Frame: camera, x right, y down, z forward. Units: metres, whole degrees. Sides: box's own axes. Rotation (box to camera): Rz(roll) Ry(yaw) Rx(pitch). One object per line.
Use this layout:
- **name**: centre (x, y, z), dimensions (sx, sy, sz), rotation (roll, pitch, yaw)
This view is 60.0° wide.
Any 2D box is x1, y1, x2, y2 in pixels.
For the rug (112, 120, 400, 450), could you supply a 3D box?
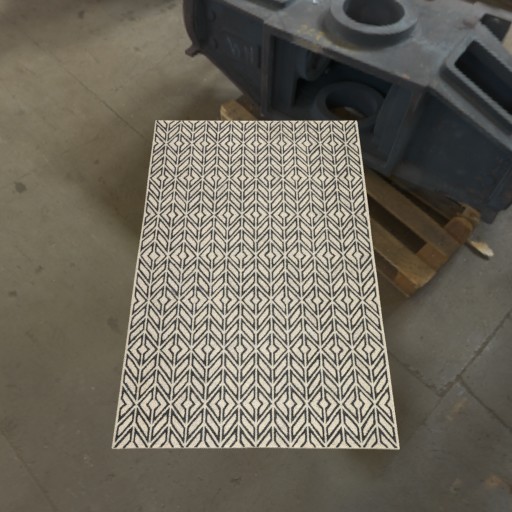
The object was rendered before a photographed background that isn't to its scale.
- **rug**: centre (0.000, 0.000, 2.282), dimensions (1.220, 0.007, 1.828), rotation (0, 64, 0)
